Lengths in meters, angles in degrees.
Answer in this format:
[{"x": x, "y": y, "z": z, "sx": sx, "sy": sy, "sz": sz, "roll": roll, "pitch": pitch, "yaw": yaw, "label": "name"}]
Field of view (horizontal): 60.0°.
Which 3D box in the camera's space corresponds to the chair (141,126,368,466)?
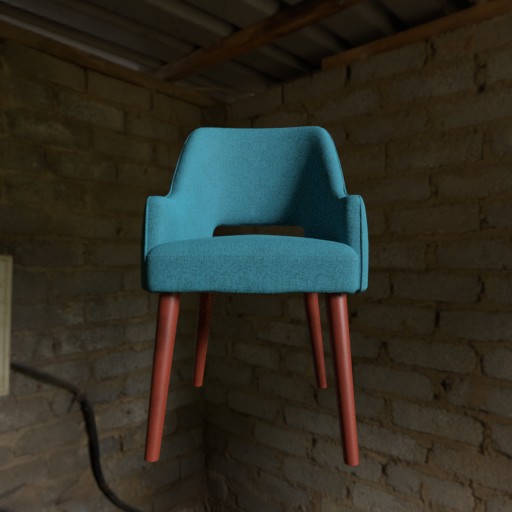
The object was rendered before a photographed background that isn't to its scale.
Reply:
[{"x": 0.000, "y": 0.000, "z": 1.205, "sx": 0.548, "sy": 0.849, "sz": 0.605, "roll": 0, "pitch": 0, "yaw": 2, "label": "chair"}]
